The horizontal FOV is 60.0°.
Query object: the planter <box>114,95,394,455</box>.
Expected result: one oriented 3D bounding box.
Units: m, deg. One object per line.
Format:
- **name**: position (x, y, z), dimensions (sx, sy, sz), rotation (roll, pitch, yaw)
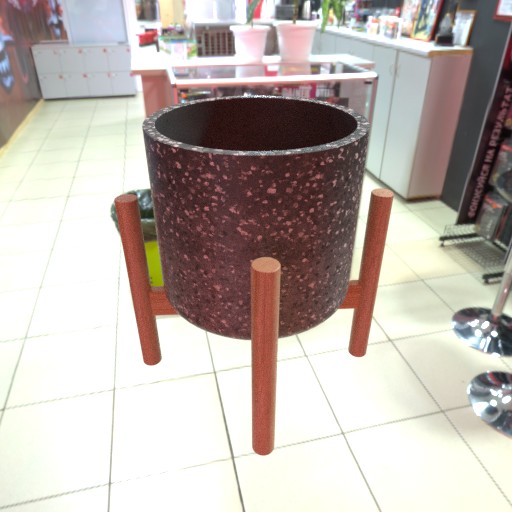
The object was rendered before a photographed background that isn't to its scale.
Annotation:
- **planter**: position (0.000, 0.000, 0.526), dimensions (0.284, 0.320, 0.284), rotation (10, 33, 16)
